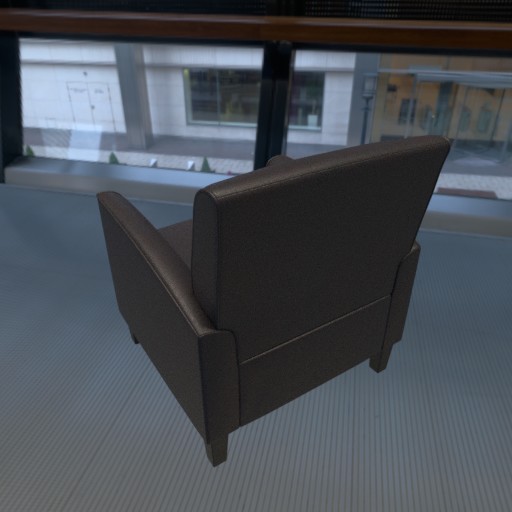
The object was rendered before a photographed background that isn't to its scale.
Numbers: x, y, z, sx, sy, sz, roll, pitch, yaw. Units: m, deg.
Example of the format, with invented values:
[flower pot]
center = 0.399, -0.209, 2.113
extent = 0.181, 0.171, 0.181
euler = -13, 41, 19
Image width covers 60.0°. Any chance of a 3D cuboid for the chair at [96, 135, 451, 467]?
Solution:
[chair]
center = 0.000, 0.000, 1.530
extent = 0.820, 0.916, 0.819
euler = -18, 35, -29
